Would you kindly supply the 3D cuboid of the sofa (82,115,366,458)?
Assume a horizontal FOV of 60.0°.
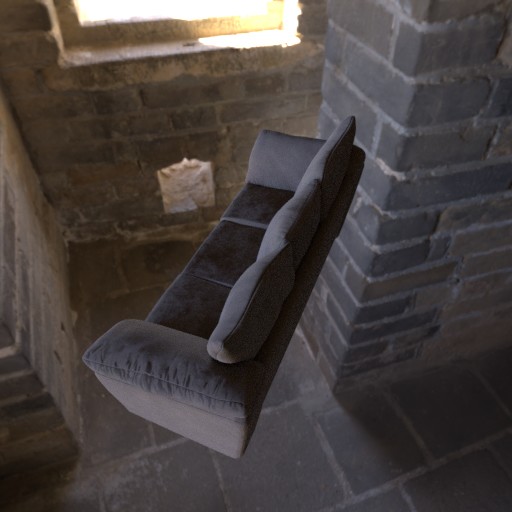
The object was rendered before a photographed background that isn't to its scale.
[{"bbox_3d":[0.000,0.000,2.893,0.878,1.073,2.336,17,47,16],"label":"sofa"}]
